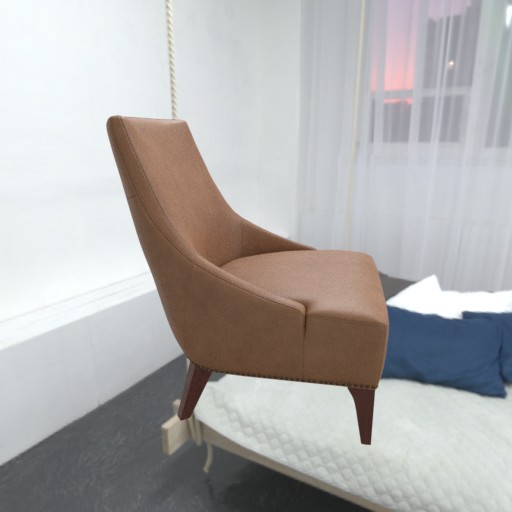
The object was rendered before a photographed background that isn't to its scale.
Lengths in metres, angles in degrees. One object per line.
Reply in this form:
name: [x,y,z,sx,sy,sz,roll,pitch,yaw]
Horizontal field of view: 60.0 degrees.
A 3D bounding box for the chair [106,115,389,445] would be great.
chair: [0.000,0.000,1.515,0.861,0.909,0.701,3,16,10]
